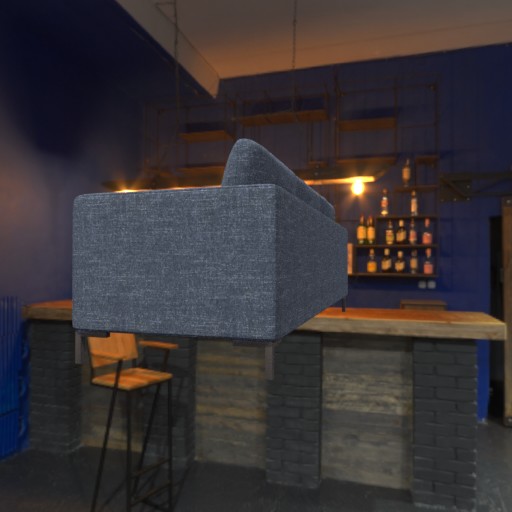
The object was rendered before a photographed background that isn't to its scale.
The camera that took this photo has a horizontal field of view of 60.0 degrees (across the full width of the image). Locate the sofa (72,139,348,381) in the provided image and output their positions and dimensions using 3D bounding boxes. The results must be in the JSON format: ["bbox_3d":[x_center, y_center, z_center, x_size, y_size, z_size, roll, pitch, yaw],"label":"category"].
[{"bbox_3d":[0.000,0.000,2.665,0.859,0.874,2.218,0,-1,18],"label":"sofa"}]
